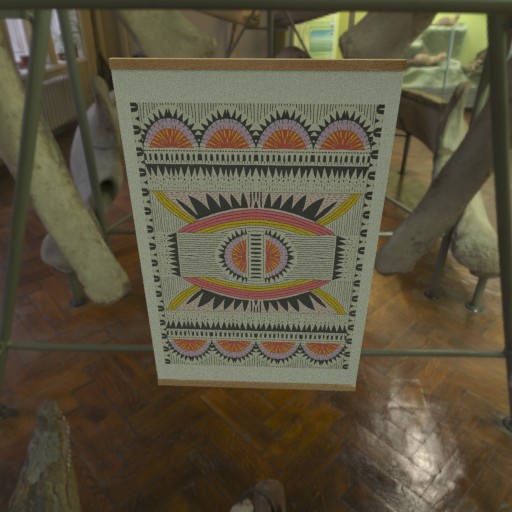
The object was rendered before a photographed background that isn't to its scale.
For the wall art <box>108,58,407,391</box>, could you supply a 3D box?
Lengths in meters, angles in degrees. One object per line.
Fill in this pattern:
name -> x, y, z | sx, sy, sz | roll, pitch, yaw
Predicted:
wall art -> 0.000, 0.000, 1.877 | 0.999, 1.533, 0.028 | 1, 30, 2
